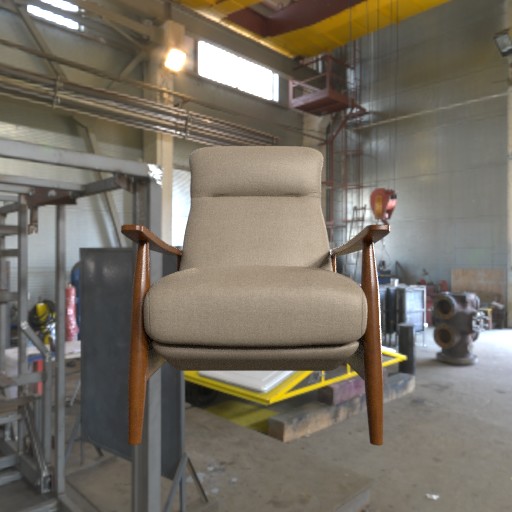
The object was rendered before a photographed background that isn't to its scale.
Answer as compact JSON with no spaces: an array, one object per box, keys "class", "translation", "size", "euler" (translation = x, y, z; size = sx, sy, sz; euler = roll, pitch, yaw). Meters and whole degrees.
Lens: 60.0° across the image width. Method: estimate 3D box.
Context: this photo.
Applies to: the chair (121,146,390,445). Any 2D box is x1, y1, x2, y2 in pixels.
[{"class":"chair","translation":[0.000,0.000,1.756],"size":[0.762,1.082,1.032],"euler":[0,0,0]}]
